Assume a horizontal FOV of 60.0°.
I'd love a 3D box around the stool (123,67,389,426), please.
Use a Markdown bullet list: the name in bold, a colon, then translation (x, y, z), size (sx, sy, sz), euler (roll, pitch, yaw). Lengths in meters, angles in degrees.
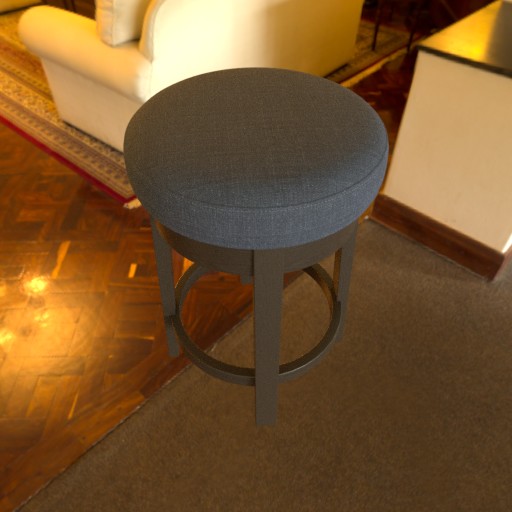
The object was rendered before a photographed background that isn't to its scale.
- **stool**: translation (0.000, 0.000, 0.931), size (0.449, 0.655, 0.449), euler (0, 46, 0)
